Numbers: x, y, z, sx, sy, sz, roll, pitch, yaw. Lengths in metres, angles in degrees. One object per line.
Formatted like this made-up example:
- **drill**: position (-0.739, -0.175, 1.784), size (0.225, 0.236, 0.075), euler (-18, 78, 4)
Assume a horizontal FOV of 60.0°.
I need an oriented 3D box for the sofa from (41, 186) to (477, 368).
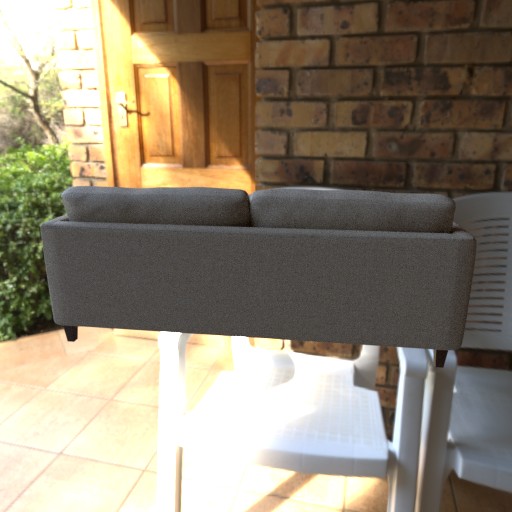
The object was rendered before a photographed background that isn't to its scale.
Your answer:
- **sofa**: position (0.000, 0.000, 2.921), size (2.434, 0.965, 0.951), euler (2, 17, 8)
